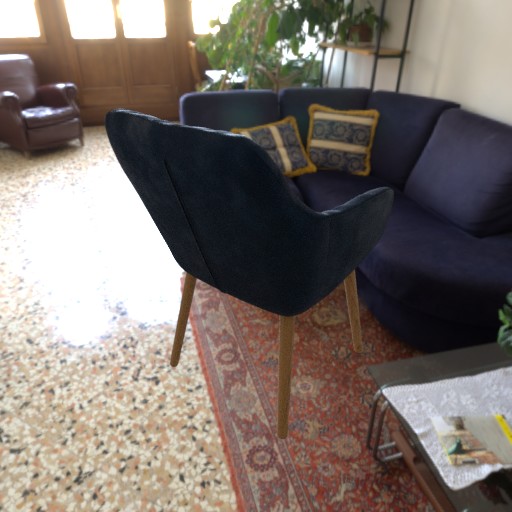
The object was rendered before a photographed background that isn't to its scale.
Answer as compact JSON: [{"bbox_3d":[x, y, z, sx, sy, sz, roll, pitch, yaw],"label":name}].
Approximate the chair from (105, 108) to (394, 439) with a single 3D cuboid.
[{"bbox_3d":[0.000,0.000,1.212,0.578,0.826,0.573,22,37,33],"label":"chair"}]
